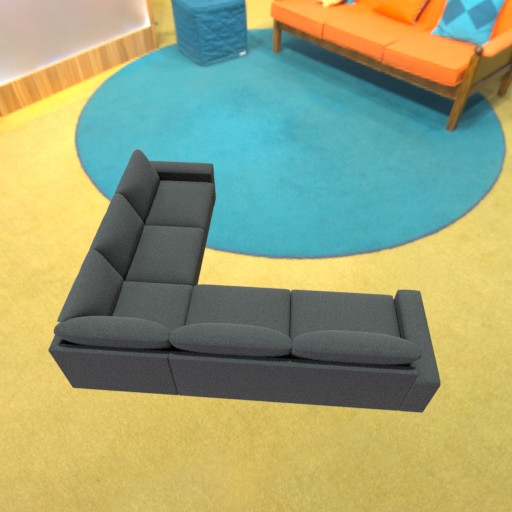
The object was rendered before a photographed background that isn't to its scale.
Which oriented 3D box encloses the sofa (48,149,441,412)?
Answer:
[{"bbox_3d":[0.000,0.000,4.796,3.277,0.965,2.895,3,47,3],"label":"sofa"}]
